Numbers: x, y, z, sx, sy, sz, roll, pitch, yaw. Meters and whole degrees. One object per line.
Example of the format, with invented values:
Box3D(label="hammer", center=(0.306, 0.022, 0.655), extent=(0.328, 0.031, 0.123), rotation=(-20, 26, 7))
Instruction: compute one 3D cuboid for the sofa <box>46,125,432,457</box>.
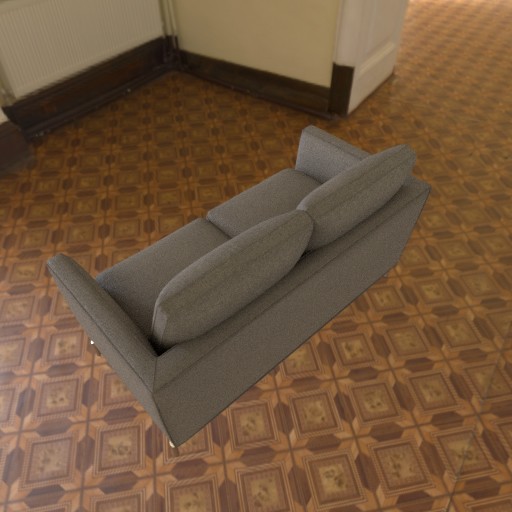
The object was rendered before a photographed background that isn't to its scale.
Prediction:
Box3D(label="sofa", center=(0.000, 0.000, 2.111), extent=(1.594, 0.924, 0.803), rotation=(-33, 54, -28))
